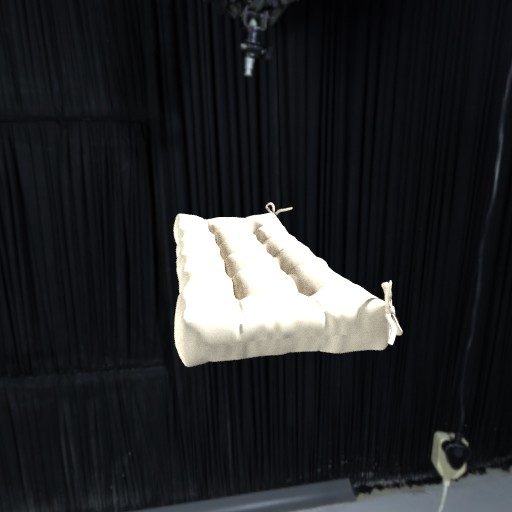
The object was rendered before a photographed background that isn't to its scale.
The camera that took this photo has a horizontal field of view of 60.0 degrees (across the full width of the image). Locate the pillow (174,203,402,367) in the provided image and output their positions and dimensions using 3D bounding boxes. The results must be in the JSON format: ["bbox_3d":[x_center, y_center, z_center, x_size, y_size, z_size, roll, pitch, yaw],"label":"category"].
[{"bbox_3d":[0.000,0.000,1.400,0.511,0.174,1.194,-3,16,-10],"label":"pillow"}]
